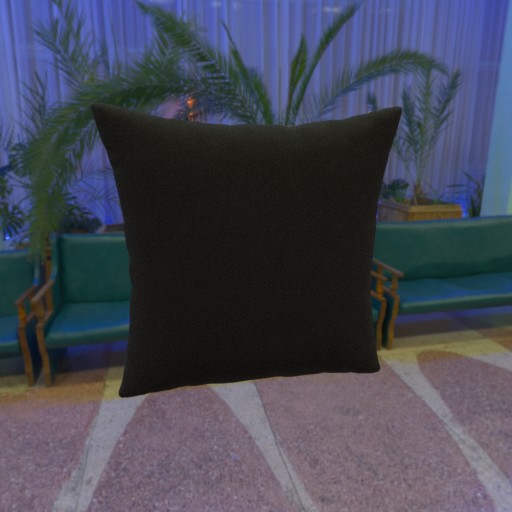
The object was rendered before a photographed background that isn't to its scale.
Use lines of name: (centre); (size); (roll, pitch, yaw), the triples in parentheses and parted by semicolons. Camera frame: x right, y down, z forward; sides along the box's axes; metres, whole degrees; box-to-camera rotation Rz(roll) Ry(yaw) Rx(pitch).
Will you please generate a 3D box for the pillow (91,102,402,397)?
pillow: (0.000, 0.000, 0.785); (0.511, 0.509, 0.161); (-3, 16, -10)
